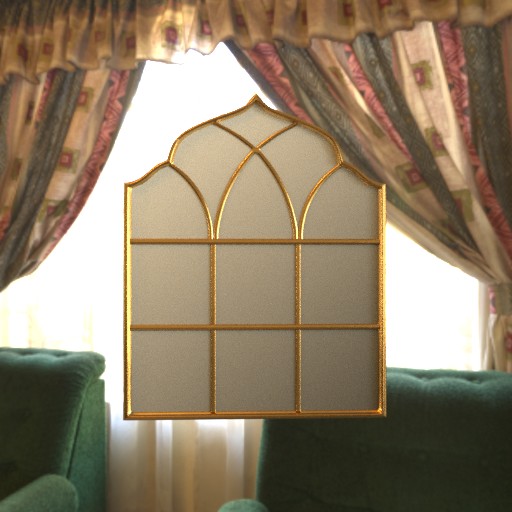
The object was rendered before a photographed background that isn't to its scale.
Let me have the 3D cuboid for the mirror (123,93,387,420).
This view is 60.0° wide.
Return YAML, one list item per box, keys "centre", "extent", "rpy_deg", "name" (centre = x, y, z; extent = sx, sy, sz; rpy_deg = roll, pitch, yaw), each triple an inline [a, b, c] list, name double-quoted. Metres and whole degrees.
- centre: [0.000, 0.000, 0.862]
  extent: [0.513, 0.635, 0.018]
  rpy_deg: [0, 0, -2]
  name: "mirror"
